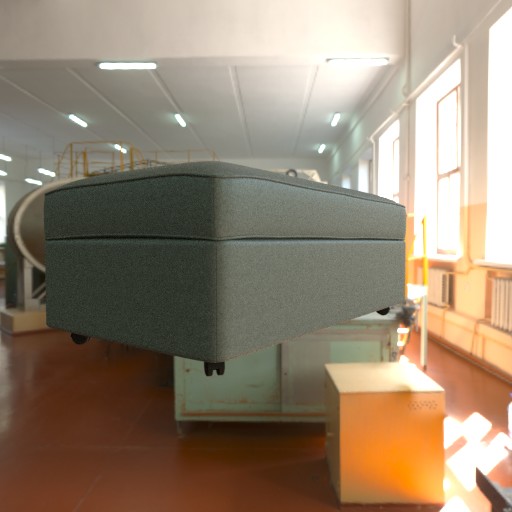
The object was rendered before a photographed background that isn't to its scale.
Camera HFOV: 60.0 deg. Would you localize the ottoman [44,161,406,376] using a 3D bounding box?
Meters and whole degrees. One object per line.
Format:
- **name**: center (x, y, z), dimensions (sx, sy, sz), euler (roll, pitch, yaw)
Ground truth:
- **ottoman**: center (0.000, 0.000, 1.536), dimensions (0.681, 0.494, 1.173), euler (1, 2, 37)
